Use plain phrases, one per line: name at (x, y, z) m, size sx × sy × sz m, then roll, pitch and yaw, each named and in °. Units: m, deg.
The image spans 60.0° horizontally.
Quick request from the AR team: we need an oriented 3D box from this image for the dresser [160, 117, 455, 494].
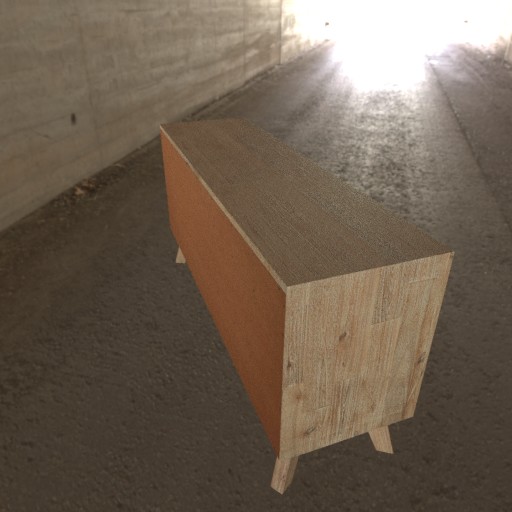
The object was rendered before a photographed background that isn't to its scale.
dresser at (0.000, 0.000, 1.875) m, size 0.455 × 0.788 × 1.602 m, roll -10°, pitch 31°, yaw -18°
